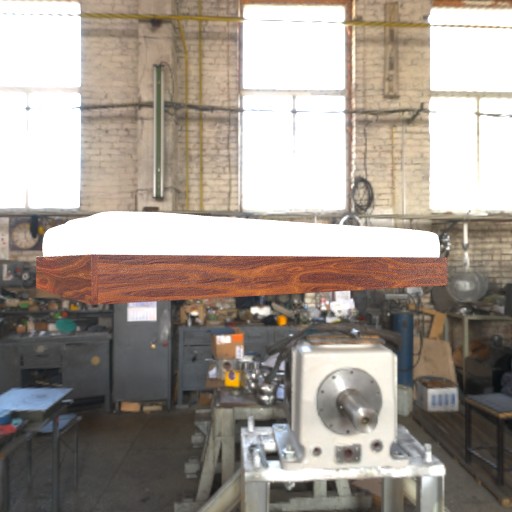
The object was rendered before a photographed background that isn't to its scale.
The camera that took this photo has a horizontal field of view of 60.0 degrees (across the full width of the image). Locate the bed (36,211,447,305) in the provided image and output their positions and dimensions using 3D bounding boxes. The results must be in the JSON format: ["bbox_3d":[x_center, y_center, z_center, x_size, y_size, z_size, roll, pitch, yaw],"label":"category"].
[{"bbox_3d":[0.000,0.000,2.233,1.860,0.312,0.940,0,-1,-35],"label":"bed"}]
